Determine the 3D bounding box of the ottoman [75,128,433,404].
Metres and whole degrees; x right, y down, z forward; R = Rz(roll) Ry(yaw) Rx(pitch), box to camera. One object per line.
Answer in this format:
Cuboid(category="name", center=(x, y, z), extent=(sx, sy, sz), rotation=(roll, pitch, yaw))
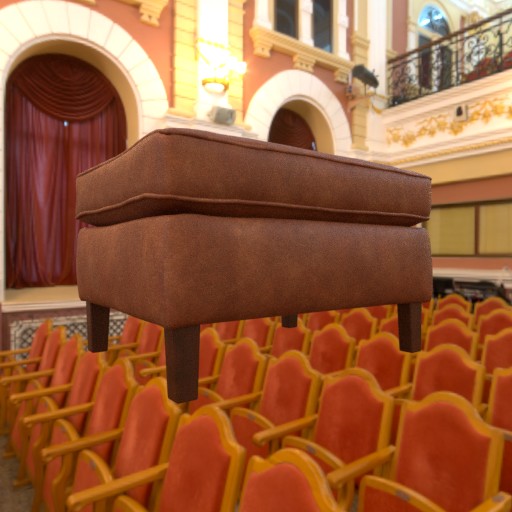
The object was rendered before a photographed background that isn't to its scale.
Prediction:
Cuboid(category="ottoman", center=(0.000, 0.000, 0.975), extent=(0.665, 0.418, 0.501), rotation=(0, 0, -36))
